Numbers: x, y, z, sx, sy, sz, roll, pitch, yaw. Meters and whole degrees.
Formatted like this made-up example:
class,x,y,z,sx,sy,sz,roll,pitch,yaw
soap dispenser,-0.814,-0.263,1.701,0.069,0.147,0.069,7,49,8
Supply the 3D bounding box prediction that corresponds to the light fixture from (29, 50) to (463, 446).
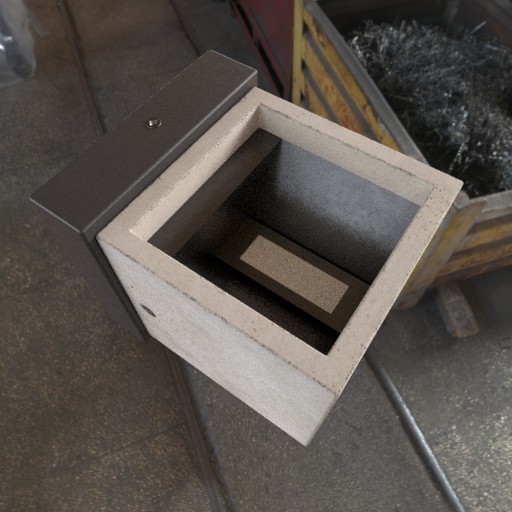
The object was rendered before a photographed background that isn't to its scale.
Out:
class,x,y,z,sx,sy,sz,roll,pitch,yaw
light fixture,0.000,0.000,0.235,0.143,0.121,0.121,31,63,17
